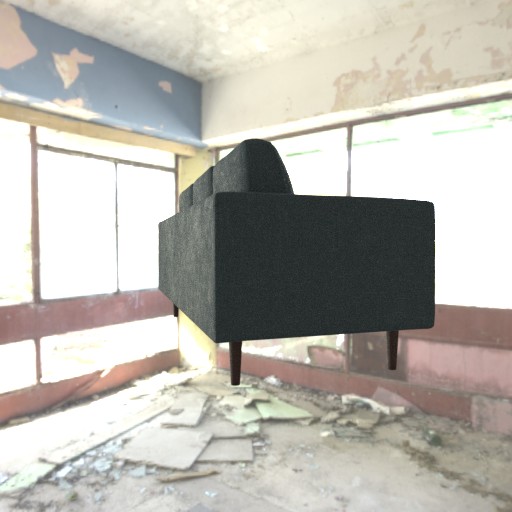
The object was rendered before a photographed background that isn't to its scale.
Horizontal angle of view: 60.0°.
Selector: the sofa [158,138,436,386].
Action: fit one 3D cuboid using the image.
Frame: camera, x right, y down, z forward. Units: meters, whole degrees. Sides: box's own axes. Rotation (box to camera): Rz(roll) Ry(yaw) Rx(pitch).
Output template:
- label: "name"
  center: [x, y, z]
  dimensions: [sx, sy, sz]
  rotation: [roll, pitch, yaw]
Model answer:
- label: "sofa"
  center: [0.000, 0.000, 2.582]
  dimensions: [0.935, 0.945, 2.013]
  rotation: [0, 1, -18]
